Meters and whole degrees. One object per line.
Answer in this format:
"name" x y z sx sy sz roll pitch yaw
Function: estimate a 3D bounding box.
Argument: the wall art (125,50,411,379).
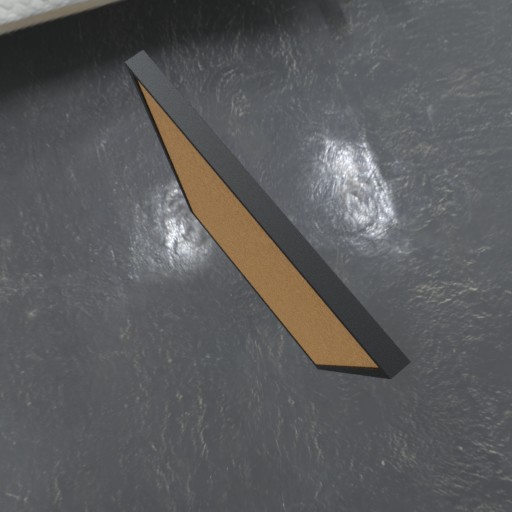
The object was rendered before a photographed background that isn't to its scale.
"wall art" 0.000 0.000 0.530 0.019 0.381 0.330 -38 80 -8
